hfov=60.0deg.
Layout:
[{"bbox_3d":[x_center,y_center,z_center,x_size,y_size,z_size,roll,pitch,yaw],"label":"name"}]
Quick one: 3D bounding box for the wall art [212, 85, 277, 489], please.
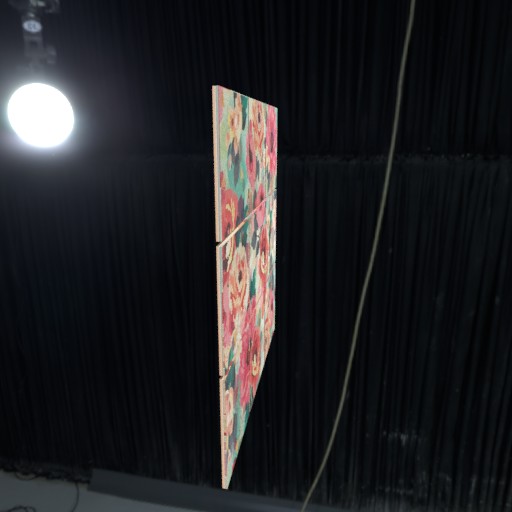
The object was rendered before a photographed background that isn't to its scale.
[{"bbox_3d":[0.000,0.000,1.375,0.012,0.910,0.911,3,16,9],"label":"wall art"}]
